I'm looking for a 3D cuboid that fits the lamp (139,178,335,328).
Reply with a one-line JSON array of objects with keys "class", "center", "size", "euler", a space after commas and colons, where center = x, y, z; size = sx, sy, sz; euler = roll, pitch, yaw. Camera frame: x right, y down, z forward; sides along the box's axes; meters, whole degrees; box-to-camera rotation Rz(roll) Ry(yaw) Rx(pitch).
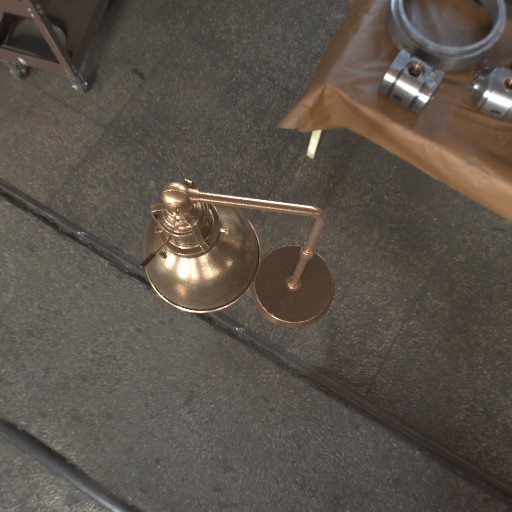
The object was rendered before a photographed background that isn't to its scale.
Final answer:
[{"class": "lamp", "center": [0.000, 0.000, 0.583], "size": [0.286, 0.456, 0.153], "euler": [-2, 76, -1]}]
